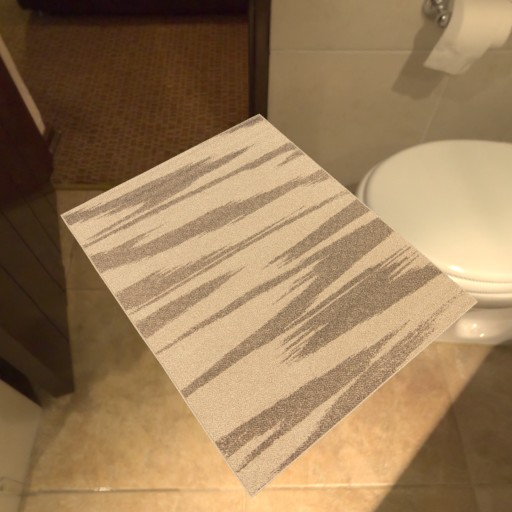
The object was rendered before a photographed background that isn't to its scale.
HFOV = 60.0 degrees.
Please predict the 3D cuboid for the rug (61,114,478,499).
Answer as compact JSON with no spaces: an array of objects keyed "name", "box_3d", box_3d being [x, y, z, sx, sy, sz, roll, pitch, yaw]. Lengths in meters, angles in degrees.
[{"name":"rug","box_3d":[0.000,0.000,3.887,2.353,0.014,2.945,-33,63,-19]}]
